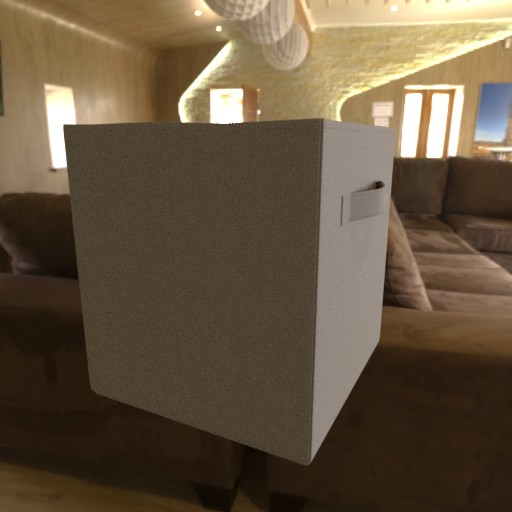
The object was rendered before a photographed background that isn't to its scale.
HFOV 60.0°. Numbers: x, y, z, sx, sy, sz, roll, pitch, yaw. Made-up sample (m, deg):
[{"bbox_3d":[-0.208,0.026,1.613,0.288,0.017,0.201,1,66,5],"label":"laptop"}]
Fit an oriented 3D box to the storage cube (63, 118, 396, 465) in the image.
[{"bbox_3d":[0.000,0.000,0.497,0.270,0.280,0.270,7,16,26],"label":"storage cube"}]
